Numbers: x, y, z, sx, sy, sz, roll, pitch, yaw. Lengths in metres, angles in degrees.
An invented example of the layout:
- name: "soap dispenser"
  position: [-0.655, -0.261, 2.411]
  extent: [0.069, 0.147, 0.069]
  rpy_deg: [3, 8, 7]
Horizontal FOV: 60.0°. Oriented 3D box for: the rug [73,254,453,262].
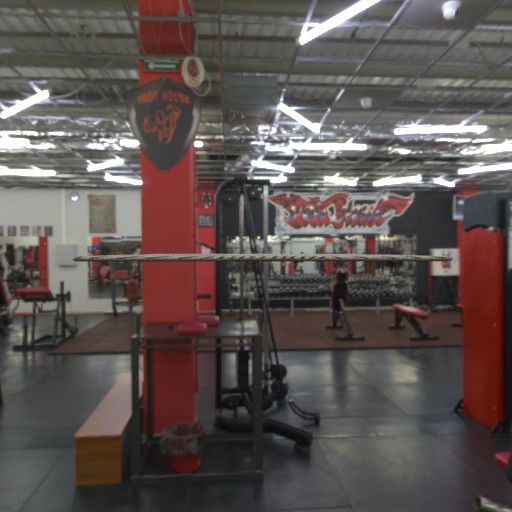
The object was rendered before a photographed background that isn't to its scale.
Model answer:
- name: "rug"
  position: [0.000, 0.000, 2.346]
  extent: [1.237, 0.019, 1.842]
  rpy_deg: [0, 1, -2]
